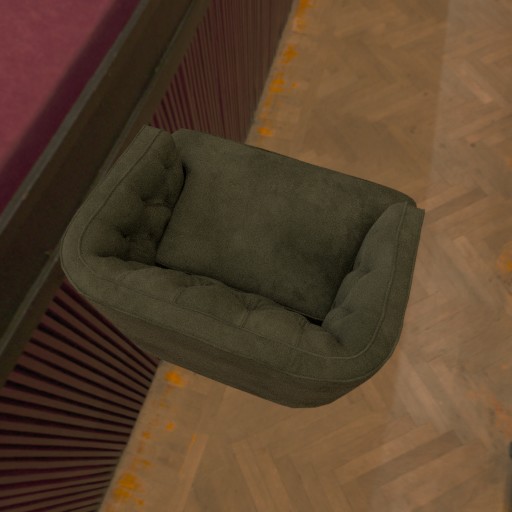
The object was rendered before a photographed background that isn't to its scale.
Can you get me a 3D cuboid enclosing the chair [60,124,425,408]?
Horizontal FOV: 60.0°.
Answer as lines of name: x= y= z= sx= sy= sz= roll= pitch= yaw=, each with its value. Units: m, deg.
chair: x=0.000 y=0.000 z=1.743 sx=1.104 sy=0.852 sz=0.941 roll=19 pitch=67 yaw=8
